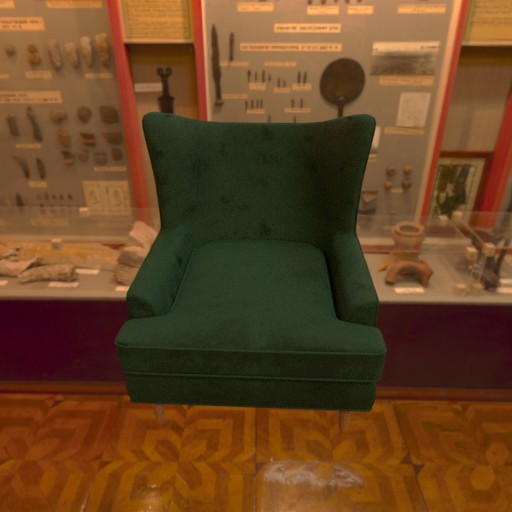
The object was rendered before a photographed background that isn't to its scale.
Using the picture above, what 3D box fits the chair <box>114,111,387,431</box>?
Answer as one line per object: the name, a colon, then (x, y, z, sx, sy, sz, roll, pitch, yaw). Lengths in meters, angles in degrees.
chair: (0.000, 0.000, 1.613, 0.793, 0.952, 0.910, 1, 29, 2)
